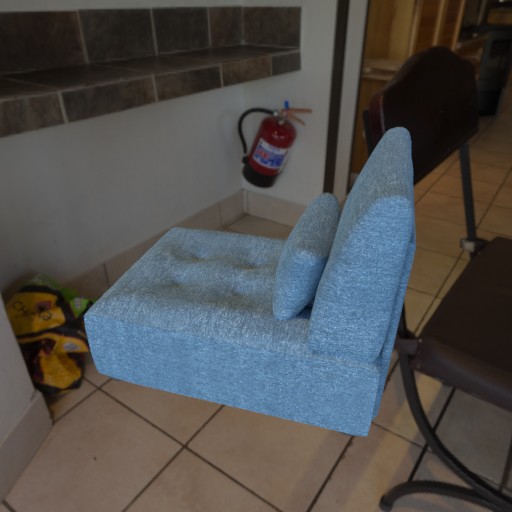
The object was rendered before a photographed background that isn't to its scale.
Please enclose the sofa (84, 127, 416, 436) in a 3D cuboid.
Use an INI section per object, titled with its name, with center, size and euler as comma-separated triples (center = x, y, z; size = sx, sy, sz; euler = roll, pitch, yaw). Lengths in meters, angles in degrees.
[sofa]
center = 0.000, 0.000, 1.584
size = 1.000, 0.820, 0.700
euler = 8, 31, 14
